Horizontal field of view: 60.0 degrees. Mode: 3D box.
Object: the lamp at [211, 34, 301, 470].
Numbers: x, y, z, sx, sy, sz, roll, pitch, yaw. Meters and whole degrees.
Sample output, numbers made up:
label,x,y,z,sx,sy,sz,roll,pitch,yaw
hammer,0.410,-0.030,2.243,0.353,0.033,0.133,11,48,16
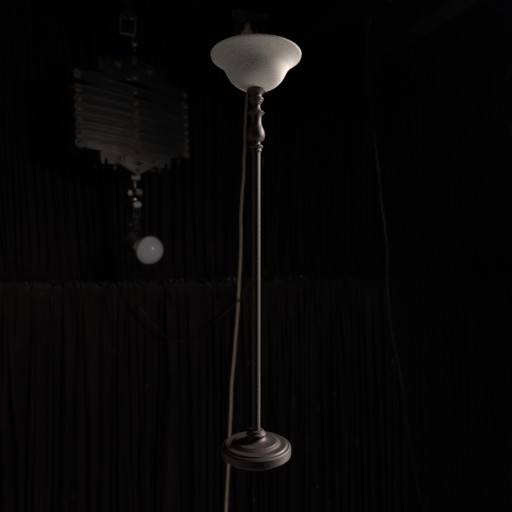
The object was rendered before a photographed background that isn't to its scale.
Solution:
label,x,y,z,sx,sy,sz,roll,pitch,yaw
lamp,0.000,0.000,1.994,0.405,1.797,0.405,0,0,-20
